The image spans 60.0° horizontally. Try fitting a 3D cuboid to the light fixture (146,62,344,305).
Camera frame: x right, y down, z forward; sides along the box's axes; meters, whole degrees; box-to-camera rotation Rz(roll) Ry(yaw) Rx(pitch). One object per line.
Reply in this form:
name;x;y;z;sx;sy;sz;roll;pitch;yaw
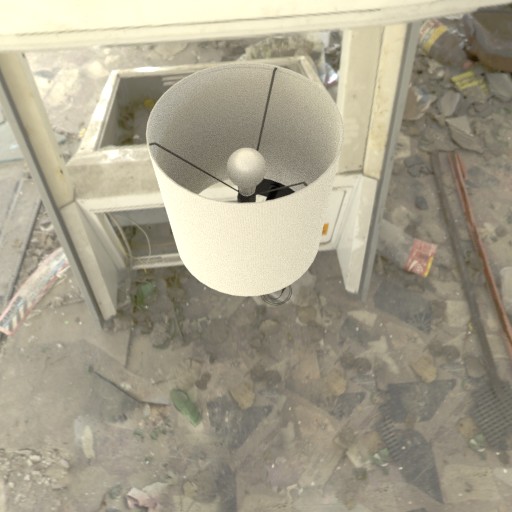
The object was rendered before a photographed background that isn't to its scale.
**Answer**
light fixture;0.000;0.000;0.691;0.188;0.589;0.248;17;61;10
